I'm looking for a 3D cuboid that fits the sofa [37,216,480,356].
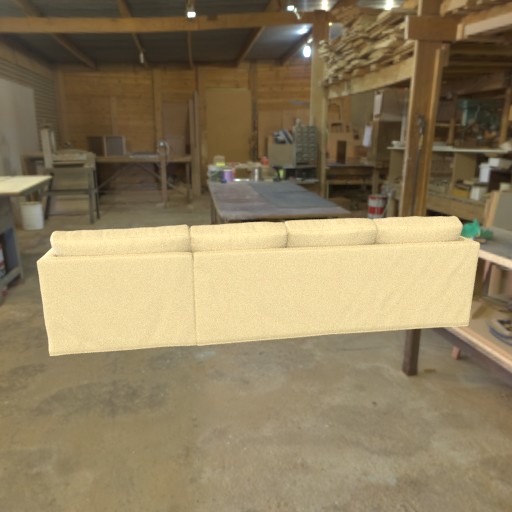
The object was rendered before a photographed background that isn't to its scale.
[{"bbox_3d":[0.000,0.000,3.939,3.206,0.871,1.622,-2,16,-9],"label":"sofa"}]
